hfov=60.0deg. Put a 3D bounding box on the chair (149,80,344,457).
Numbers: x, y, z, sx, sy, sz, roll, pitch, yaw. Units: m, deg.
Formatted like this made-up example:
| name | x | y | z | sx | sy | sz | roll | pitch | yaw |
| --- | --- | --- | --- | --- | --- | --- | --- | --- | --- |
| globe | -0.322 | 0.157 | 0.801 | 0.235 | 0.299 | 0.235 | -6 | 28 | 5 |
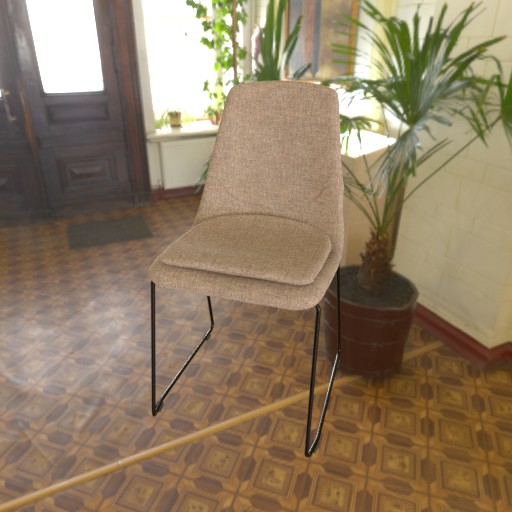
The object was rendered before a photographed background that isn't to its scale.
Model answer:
| name | x | y | z | sx | sy | sz | roll | pitch | yaw |
| --- | --- | --- | --- | --- | --- | --- | --- | --- | --- |
| chair | 0.000 | 0.000 | 1.210 | 0.479 | 0.858 | 0.518 | 8 | 27 | 16 |
